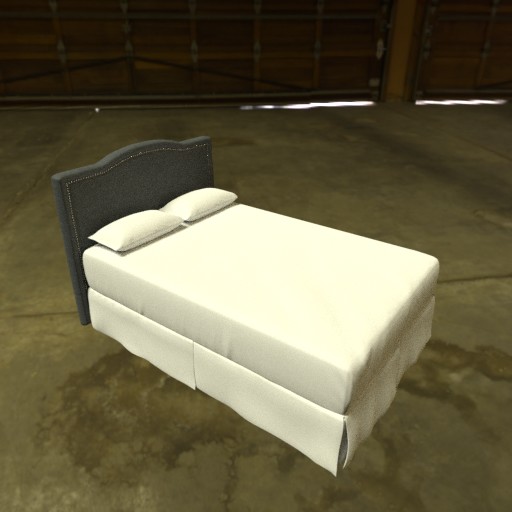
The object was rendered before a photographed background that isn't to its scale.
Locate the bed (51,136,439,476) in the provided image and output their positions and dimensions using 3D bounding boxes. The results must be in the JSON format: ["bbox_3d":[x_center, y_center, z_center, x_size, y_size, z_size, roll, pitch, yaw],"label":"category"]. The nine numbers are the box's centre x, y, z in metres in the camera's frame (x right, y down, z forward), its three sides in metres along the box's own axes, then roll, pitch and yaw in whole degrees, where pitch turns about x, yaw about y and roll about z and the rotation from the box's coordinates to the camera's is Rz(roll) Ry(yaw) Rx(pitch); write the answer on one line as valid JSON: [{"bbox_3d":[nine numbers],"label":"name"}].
[{"bbox_3d":[0.000,0.000,3.470,2.507,1.441,1.747,19,33,32],"label":"bed"}]
